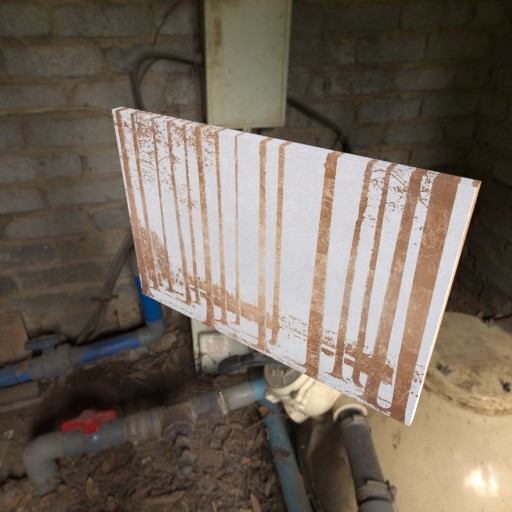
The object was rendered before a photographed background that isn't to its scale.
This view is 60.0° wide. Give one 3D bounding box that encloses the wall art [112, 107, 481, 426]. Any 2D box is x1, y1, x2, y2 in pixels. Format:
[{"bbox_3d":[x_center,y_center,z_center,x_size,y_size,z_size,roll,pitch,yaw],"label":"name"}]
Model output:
[{"bbox_3d":[0.000,0.000,1.127,0.914,0.609,0.035,20,37,29],"label":"wall art"}]
